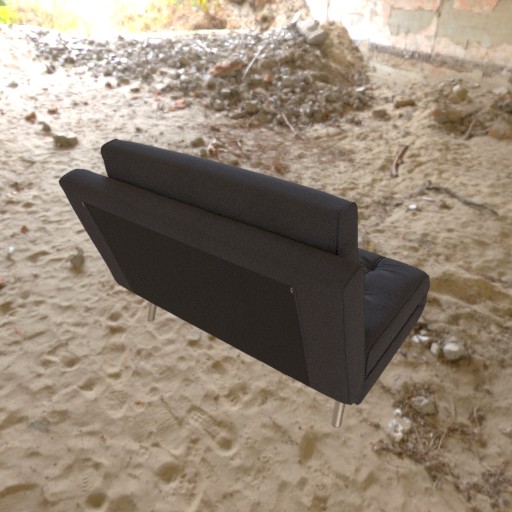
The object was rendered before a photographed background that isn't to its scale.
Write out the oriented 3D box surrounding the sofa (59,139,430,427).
[{"bbox_3d":[0.000,0.000,1.838,1.220,0.910,0.910,21,37,31],"label":"sofa"}]
